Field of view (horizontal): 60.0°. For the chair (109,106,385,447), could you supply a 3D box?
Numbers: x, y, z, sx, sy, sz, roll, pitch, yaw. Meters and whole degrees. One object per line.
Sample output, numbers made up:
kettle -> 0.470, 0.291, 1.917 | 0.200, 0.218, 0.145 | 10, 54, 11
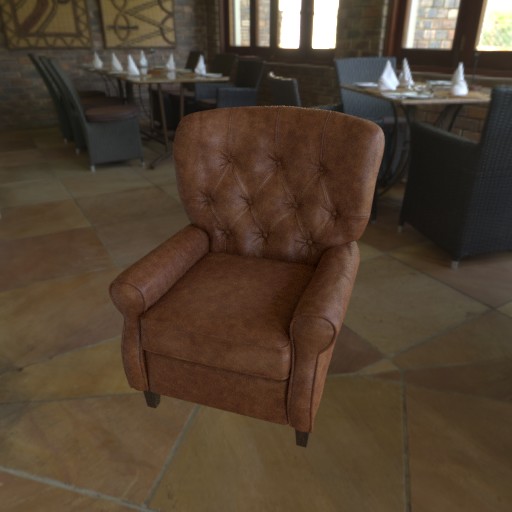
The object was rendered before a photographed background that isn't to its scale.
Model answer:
chair -> 0.000, 0.000, 1.950 | 0.951, 1.164, 1.059 | 8, 27, 16
